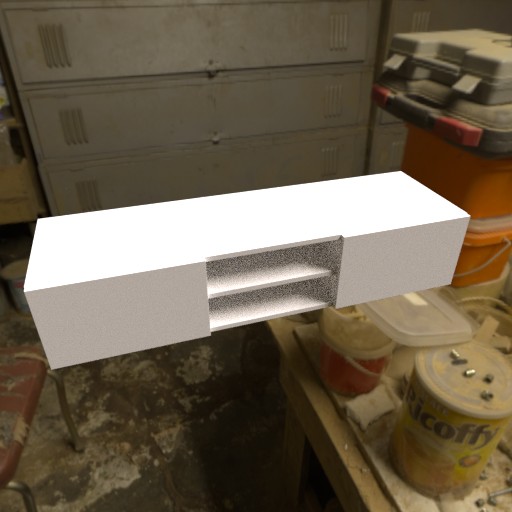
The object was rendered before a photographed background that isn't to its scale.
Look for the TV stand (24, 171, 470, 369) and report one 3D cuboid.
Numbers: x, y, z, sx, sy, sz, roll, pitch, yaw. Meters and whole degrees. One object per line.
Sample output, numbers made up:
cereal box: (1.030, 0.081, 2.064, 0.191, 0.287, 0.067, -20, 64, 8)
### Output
TV stand: (0.000, 0.000, 1.579, 1.400, 0.310, 0.420, -10, 34, -15)
